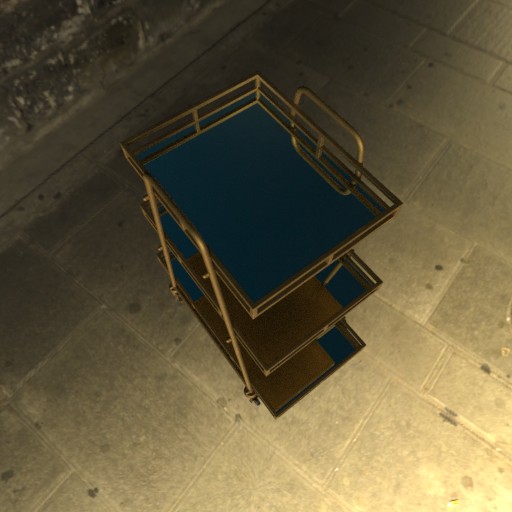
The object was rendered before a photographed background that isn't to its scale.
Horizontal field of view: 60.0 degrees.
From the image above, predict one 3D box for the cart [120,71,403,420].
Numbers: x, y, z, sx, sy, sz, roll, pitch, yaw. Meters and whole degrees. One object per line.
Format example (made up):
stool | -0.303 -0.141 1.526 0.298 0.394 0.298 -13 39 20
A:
cart | 0.000 0.000 1.270 0.441 0.883 0.711 -34 67 -16
